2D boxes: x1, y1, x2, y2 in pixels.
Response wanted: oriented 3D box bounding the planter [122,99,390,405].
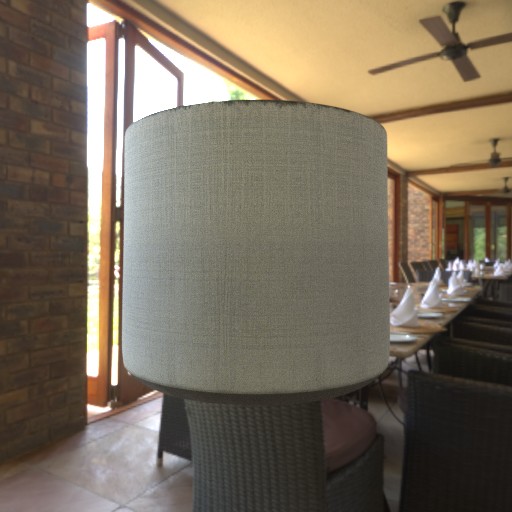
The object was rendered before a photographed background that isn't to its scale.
[{"bbox_3d":[0.000,0.000,0.390,0.226,0.201,0.226,0,0,0],"label":"planter"}]
